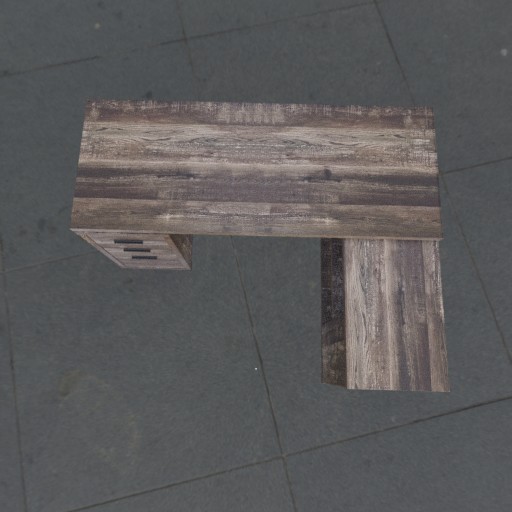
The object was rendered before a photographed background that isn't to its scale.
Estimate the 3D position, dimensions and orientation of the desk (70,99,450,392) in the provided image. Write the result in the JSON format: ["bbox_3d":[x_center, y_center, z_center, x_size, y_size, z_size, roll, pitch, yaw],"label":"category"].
[{"bbox_3d":[0.000,0.000,2.169,1.524,0.753,1.200,2,76,0],"label":"desk"}]
